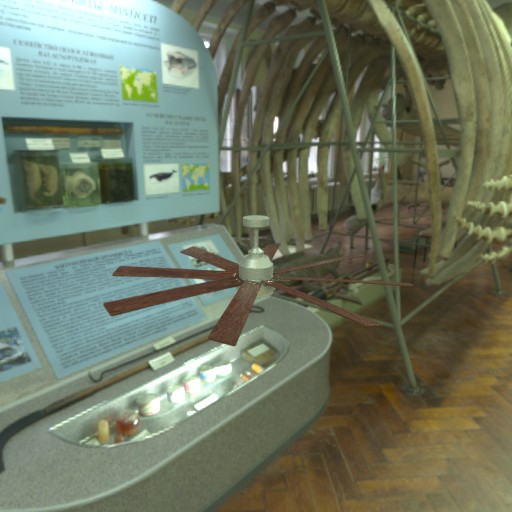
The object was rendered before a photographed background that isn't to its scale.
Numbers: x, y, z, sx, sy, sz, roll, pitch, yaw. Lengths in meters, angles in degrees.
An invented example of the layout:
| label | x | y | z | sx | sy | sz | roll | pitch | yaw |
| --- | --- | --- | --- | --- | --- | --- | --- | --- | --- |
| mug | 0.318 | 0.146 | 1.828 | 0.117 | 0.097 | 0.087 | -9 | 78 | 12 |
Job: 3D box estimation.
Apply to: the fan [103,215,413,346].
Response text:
| label | x | y | z | sx | sy | sz | roll | pitch | yaw |
| --- | --- | --- | --- | --- | --- | --- | --- | --- | --- |
| fan | 0.000 | 0.000 | 2.684 | 1.830 | 0.472 | 1.830 | 2 | 15 | 9 |
